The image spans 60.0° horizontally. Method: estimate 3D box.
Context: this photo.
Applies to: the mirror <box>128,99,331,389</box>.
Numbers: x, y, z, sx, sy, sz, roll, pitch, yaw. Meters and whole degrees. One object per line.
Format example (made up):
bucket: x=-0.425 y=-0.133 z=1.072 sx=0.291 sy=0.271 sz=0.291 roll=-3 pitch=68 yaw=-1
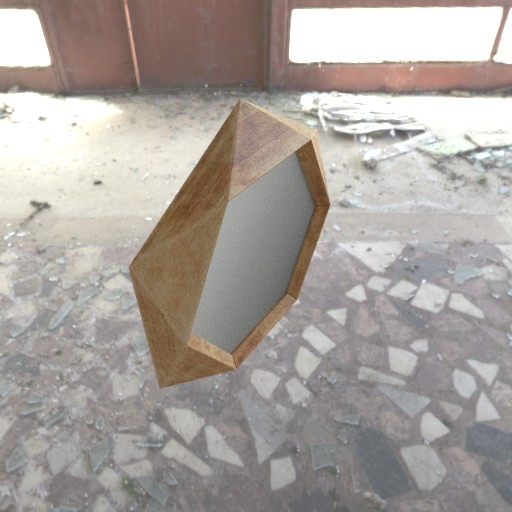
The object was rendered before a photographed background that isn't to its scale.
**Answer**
mirror: x=0.000 y=0.000 z=1.106 sx=0.091 sy=0.779 sz=0.675 roll=25 pitch=47 yaw=26
